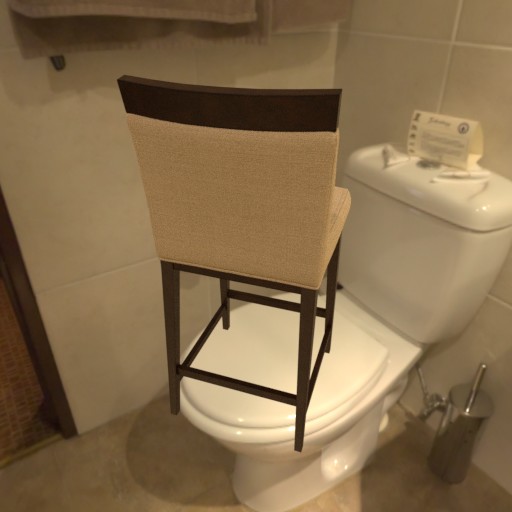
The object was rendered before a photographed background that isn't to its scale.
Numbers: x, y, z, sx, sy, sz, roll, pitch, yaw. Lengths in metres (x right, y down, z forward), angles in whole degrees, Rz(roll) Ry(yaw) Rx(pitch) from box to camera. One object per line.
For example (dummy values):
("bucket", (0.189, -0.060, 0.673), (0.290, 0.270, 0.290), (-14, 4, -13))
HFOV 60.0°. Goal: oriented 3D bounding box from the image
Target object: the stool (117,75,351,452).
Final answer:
("stool", (0.000, 0.000, 1.410), (0.511, 1.117, 0.531), (10, 33, 16))
